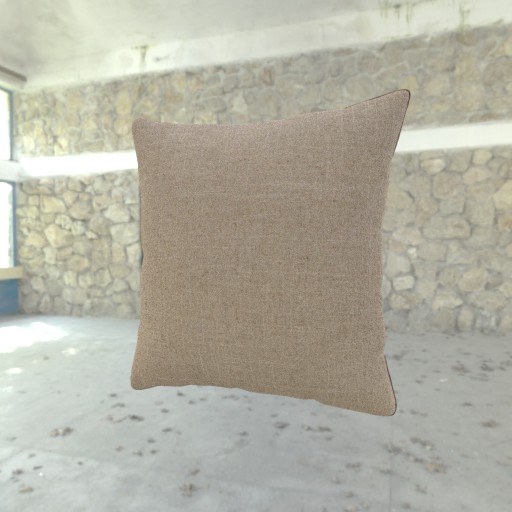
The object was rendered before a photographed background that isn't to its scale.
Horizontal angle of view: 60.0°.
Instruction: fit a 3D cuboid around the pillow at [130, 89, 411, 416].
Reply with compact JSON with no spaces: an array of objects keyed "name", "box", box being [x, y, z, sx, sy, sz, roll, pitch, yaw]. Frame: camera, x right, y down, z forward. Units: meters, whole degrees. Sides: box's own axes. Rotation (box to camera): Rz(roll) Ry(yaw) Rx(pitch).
[{"name":"pillow","box":[0.000,0.000,0.669,0.437,0.448,0.147,0,1,18]}]
